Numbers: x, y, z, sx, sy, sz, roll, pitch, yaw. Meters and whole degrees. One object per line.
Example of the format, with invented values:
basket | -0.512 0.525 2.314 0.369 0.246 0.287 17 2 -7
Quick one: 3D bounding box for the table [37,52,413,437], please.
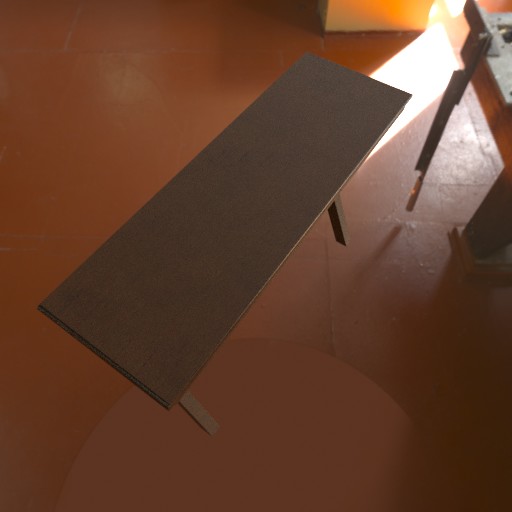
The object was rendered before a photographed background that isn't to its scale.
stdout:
table | 0.000 0.000 1.538 0.399 0.763 1.197 31 63 18
